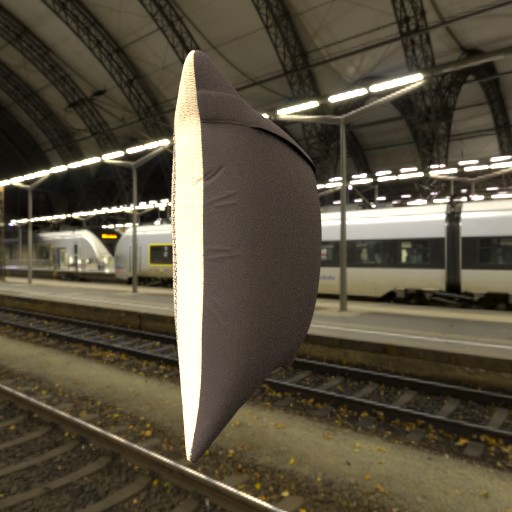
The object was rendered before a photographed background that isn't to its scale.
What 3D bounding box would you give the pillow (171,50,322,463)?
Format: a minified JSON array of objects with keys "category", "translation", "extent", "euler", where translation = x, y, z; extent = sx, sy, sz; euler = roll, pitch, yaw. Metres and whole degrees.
[{"category":"pillow","translation":[0.000,0.000,0.624],"extent":[0.173,0.406,0.405],"euler":[0,0,18]}]
